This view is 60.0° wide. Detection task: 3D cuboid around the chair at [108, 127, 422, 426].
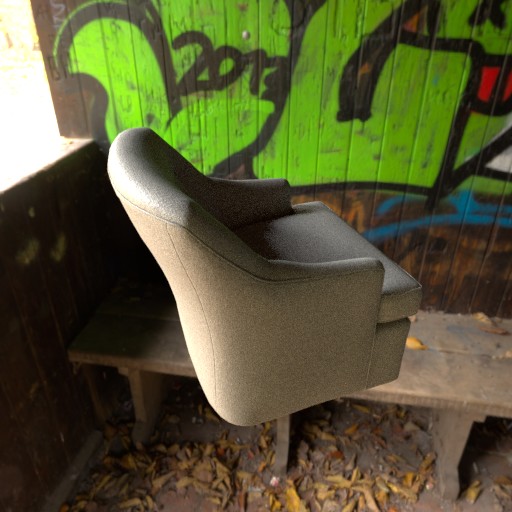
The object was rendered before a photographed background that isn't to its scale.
[{"bbox_3d":[0.000,0.000,1.623,0.923,0.856,0.864,-10,31,-16],"label":"chair"}]
